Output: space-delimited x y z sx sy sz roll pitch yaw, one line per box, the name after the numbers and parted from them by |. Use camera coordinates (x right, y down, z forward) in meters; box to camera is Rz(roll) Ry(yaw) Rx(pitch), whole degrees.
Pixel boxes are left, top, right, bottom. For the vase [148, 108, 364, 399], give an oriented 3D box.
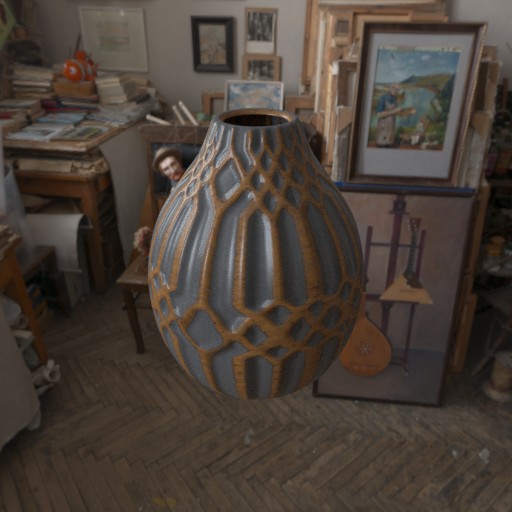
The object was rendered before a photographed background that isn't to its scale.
0.000 0.000 0.142 0.069 0.088 0.069 0 31 0 | vase
